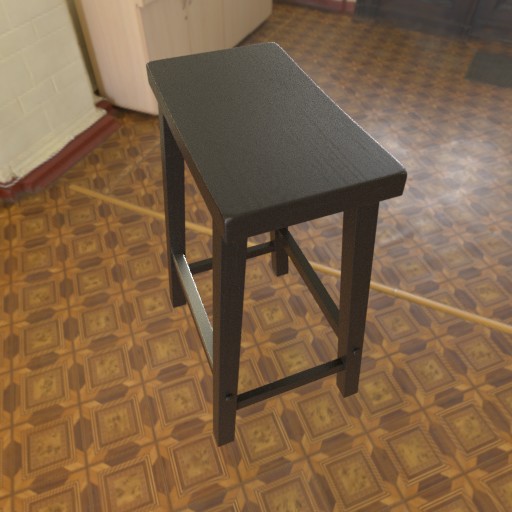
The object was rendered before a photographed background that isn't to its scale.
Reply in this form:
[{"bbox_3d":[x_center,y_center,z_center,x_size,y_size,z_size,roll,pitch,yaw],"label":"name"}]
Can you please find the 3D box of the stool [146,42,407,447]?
[{"bbox_3d":[0.000,0.000,0.842,0.322,0.610,0.406,-16,49,-14],"label":"stool"}]
